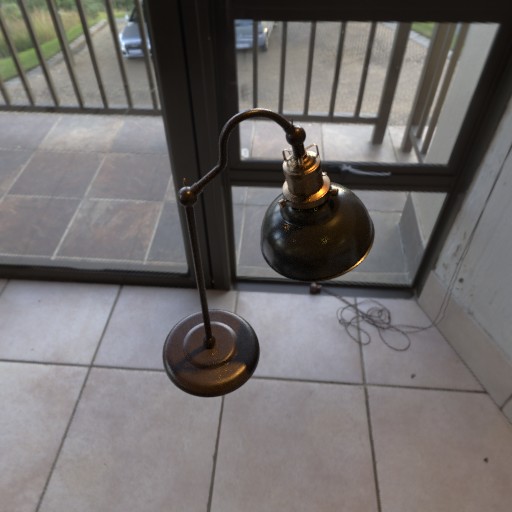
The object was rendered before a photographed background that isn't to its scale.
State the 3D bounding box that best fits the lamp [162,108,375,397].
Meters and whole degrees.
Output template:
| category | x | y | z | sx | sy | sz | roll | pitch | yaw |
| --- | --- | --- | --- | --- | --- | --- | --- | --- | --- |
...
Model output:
| category | x | y | z | sx | sy | sz | roll | pitch | yaw |
| --- | --- | --- | --- | --- | --- | --- | --- | --- | --- |
| lamp | 0.000 | 0.000 | 0.708 | 0.374 | 0.508 | 0.192 | -11 | 48 | -10 |
